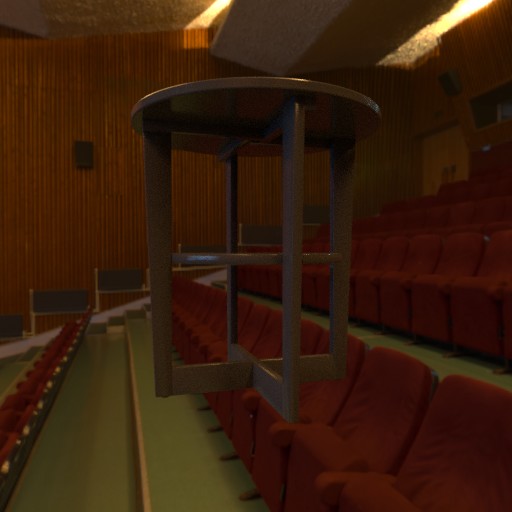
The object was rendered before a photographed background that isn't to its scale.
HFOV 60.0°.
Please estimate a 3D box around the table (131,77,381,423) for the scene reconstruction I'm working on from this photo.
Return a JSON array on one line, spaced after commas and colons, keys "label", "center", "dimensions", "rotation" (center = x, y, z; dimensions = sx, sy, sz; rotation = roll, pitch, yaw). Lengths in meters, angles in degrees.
[{"label": "table", "center": [0.000, 0.000, 0.923], "dimensions": [0.500, 0.550, 0.500], "rotation": [0, 1, 0]}]
